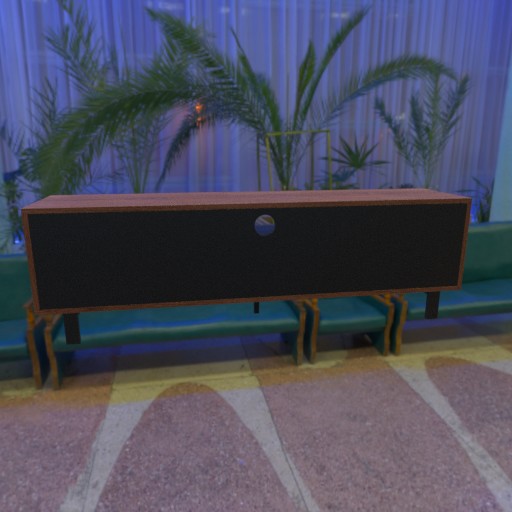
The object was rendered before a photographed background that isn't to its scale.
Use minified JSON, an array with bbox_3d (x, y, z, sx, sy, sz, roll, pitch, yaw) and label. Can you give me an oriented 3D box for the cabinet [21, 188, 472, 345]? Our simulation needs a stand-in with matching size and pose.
[{"bbox_3d":[0.000,0.000,1.856,1.650,0.500,0.400,-2,15,-9],"label":"cabinet"}]
